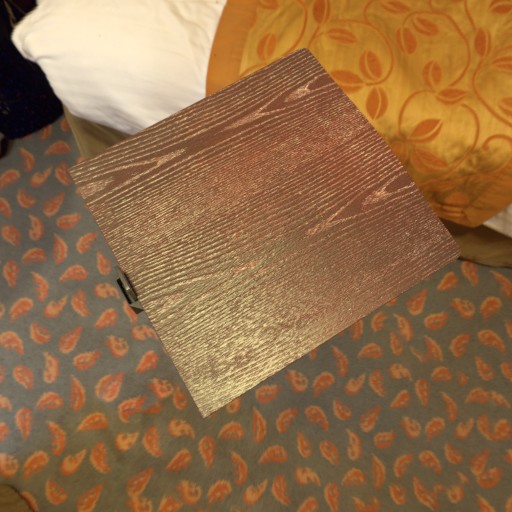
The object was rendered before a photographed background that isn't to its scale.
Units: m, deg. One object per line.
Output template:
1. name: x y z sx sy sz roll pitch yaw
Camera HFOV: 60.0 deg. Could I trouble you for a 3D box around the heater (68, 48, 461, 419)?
1. heater: 0.000 0.000 0.762 0.400 0.481 0.362 -30 77 -8
